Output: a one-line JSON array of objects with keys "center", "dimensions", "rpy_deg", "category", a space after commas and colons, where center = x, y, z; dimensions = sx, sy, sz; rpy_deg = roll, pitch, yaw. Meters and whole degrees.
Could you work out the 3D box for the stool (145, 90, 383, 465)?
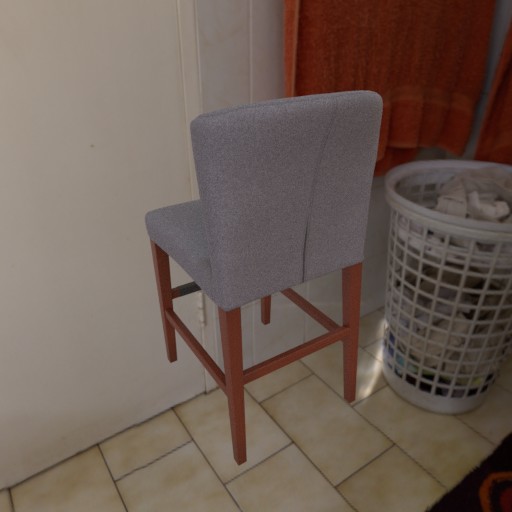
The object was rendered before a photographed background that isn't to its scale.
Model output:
[{"center": [0.000, 0.000, 1.292], "dimensions": [0.481, 0.968, 0.568], "rpy_deg": [-17, 33, -28], "category": "stool"}]
